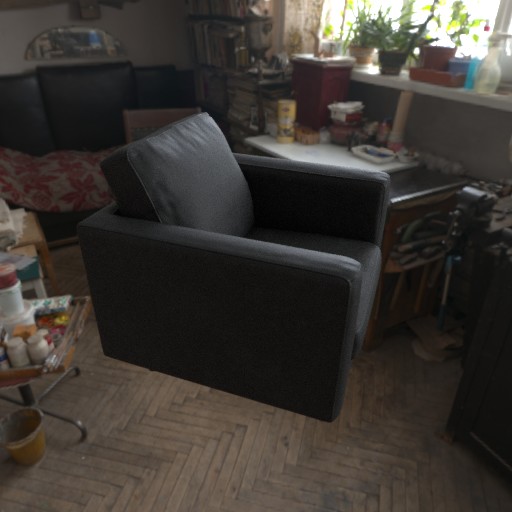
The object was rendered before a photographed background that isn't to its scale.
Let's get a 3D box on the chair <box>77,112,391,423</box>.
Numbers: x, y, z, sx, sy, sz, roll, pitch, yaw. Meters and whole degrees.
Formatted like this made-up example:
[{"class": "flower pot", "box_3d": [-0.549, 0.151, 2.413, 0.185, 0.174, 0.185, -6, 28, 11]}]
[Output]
[{"class": "chair", "box_3d": [0.000, 0.000, 1.636, 0.879, 0.898, 0.831, 11, 32, 17]}]
